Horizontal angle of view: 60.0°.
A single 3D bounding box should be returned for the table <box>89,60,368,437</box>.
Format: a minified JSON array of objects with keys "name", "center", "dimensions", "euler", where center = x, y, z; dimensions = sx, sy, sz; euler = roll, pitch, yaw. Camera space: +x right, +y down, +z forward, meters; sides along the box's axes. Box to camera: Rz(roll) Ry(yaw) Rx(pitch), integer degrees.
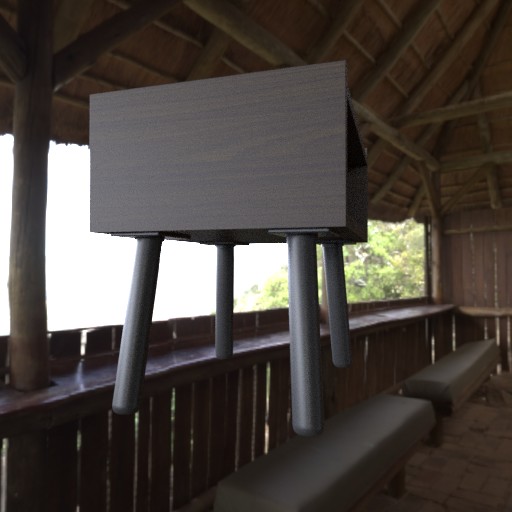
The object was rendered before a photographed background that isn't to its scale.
[{"name":"table","center":[0.000,0.000,0.806],"dimensions":[0.370,0.470,0.450],"euler":[0,-1,17]}]
